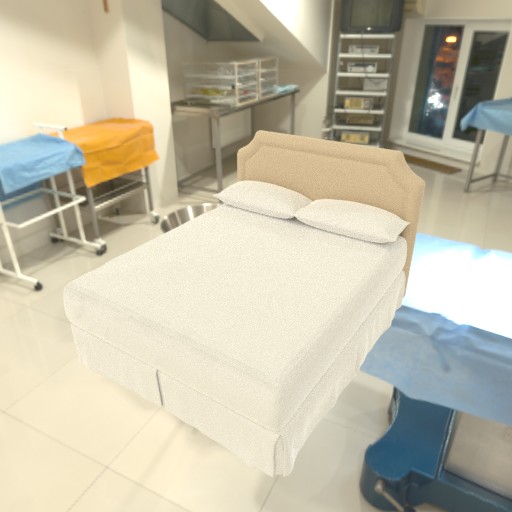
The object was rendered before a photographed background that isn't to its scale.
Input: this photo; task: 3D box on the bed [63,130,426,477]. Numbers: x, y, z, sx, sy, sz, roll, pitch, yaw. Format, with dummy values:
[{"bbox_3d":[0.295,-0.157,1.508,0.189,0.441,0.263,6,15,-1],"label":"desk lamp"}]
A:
[{"bbox_3d":[0.000,0.000,3.859,2.134,1.524,2.548,18,33,29],"label":"bed"}]
